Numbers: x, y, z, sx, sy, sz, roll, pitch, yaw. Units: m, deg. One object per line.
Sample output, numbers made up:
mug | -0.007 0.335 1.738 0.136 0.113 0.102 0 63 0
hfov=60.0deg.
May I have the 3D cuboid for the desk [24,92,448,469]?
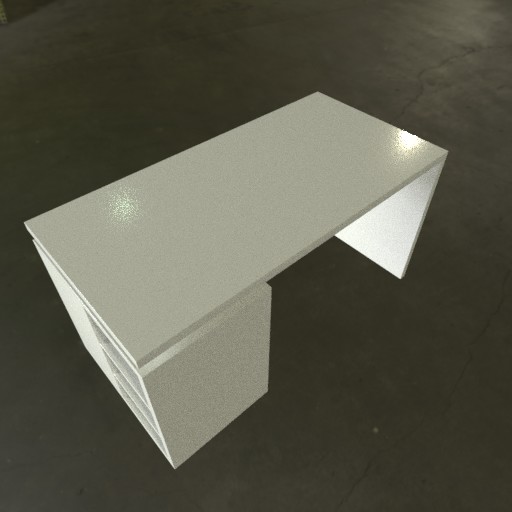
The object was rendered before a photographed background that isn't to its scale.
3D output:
desk | 0.000 0.000 1.846 1.400 0.740 0.690 -33 54 -28
